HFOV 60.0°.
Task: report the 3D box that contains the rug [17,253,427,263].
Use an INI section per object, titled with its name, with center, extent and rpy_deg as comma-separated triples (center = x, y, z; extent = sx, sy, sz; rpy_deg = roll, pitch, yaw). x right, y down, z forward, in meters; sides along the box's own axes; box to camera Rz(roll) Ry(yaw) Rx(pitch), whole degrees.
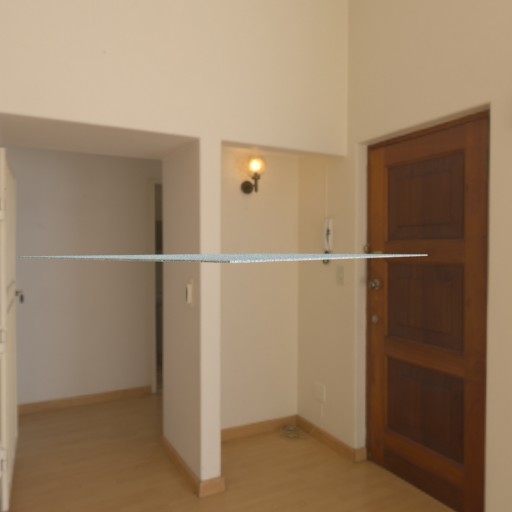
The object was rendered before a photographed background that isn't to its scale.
[rug]
center = 0.000, 0.000, 2.177
extent = 1.142, 0.006, 1.752
rpy_deg = 1, 1, 37
